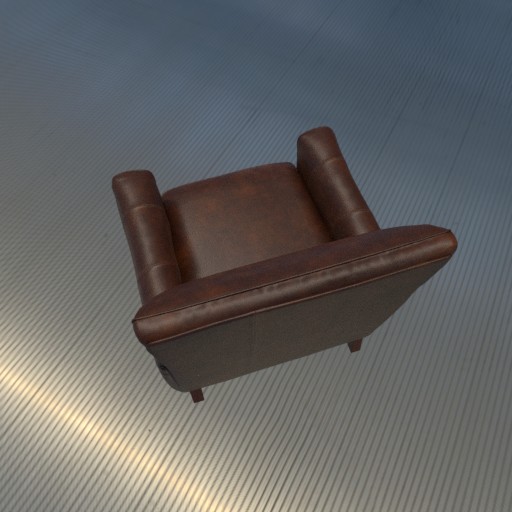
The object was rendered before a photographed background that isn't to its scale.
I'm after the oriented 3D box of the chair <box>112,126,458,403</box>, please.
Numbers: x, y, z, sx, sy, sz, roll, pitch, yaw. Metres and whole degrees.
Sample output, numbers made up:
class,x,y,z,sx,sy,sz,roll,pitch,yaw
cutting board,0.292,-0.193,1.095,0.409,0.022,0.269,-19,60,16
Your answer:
class,x,y,z,sx,sy,sz,roll,pitch,yaw
chair,0.000,0.000,1.618,0.870,0.943,0.823,-15,60,-9
